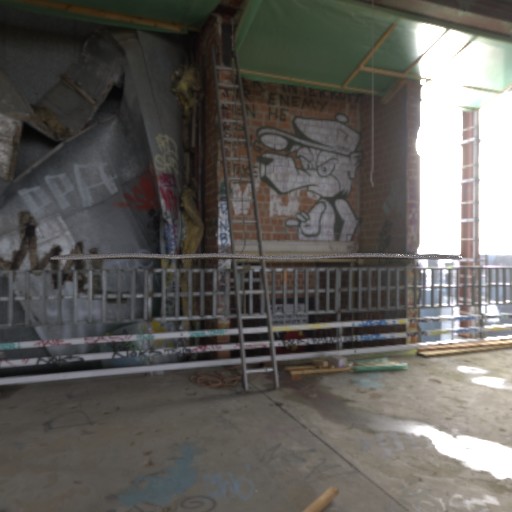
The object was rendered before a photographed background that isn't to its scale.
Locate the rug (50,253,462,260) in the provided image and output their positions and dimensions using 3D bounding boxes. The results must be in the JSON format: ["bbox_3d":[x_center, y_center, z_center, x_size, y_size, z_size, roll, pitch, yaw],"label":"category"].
[{"bbox_3d":[0.000,0.000,0.900,0.551,0.008,0.642,0,0,0],"label":"rug"}]
